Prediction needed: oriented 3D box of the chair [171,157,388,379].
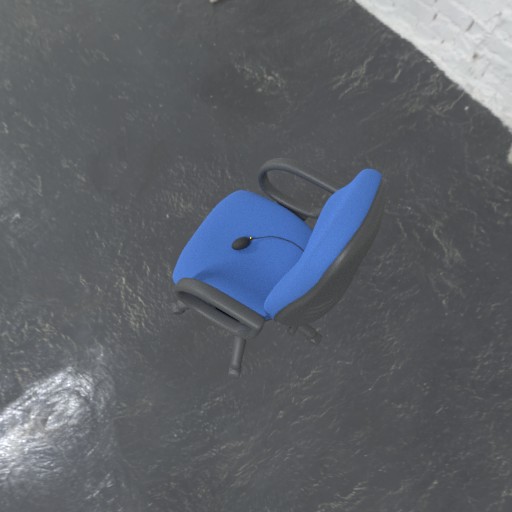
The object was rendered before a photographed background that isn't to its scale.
[{"bbox_3d":[0.000,0.000,1.276,0.549,0.905,0.552,28,68,13],"label":"chair"}]
